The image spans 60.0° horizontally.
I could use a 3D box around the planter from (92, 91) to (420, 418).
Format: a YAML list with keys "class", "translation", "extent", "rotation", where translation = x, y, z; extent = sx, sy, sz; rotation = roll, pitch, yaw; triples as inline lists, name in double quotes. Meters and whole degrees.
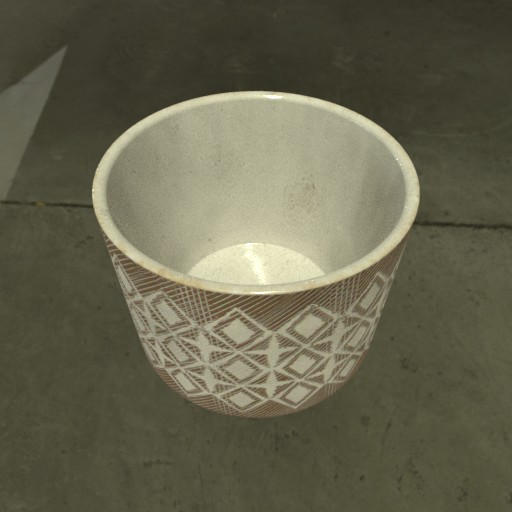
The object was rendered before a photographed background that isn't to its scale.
- class: "planter"
  translation: [0.000, 0.000, 0.214]
  extent: [0.126, 0.104, 0.126]
  rotation: [0, 47, 0]
